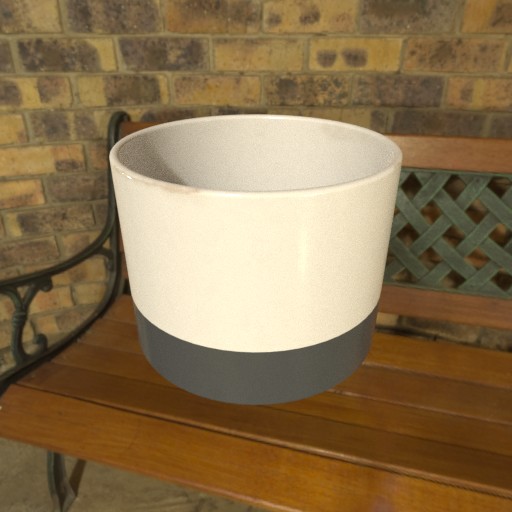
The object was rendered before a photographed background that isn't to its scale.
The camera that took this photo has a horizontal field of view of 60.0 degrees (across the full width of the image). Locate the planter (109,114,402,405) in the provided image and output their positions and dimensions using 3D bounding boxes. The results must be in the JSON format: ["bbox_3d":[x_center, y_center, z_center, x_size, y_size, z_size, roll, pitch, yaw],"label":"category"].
[{"bbox_3d":[0.000,0.000,0.345,0.193,0.177,0.193,0,29,0],"label":"planter"}]
